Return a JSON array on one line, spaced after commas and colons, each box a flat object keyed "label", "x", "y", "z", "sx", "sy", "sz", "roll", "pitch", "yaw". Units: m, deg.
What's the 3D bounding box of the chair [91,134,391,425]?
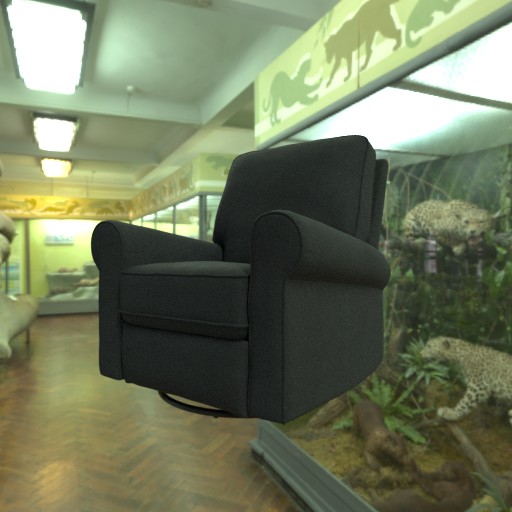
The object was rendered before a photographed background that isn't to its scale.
[{"label": "chair", "x": 0.000, "y": 0.000, "z": 1.666, "sx": 0.890, "sy": 0.961, "sz": 0.878, "roll": 1, "pitch": 1, "yaw": 36}]
